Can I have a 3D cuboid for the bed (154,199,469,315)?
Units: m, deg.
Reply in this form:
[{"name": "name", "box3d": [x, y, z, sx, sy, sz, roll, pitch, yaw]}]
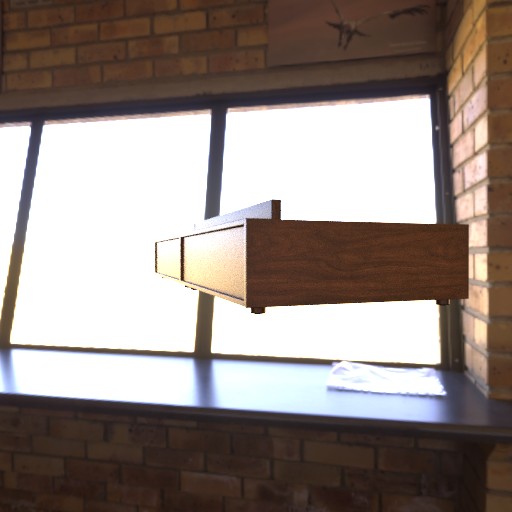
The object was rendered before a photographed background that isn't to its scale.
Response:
[{"name": "bed", "box3d": [0.000, 0.000, 2.291, 0.787, 0.326, 2.057, 0, 0, -20]}]
